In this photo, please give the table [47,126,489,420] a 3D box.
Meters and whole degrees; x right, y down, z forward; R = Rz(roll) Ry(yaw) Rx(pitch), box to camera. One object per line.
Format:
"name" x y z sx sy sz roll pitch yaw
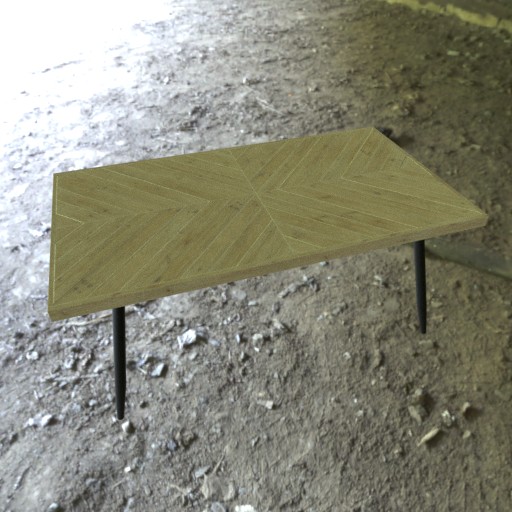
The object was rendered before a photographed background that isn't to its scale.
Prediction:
"table" 0.000 0.000 2.311 1.803 0.762 0.991 -12 41 -14
